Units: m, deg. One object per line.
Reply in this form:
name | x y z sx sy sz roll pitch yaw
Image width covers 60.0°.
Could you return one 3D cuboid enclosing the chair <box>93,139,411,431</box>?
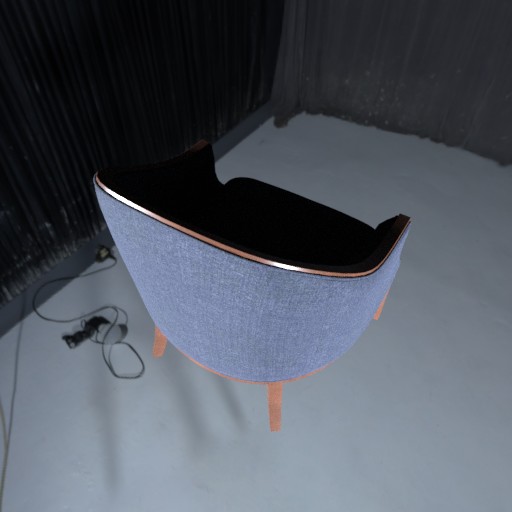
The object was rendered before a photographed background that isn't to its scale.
chair | 0.000 0.000 1.432 0.803 0.876 0.735 25 52 21
